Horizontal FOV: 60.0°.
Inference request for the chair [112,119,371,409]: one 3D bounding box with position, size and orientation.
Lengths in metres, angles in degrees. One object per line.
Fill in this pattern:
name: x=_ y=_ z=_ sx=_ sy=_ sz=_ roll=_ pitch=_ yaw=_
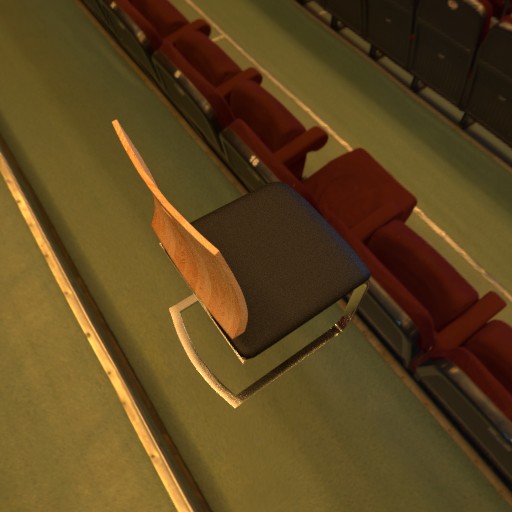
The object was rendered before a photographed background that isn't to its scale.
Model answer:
chair: x=0.000 y=0.000 z=1.261 sx=0.560 sy=0.936 sz=0.462 roll=-31 pitch=64 yaw=-17
